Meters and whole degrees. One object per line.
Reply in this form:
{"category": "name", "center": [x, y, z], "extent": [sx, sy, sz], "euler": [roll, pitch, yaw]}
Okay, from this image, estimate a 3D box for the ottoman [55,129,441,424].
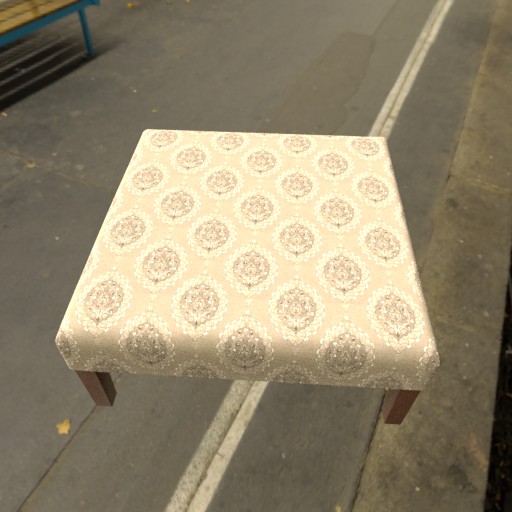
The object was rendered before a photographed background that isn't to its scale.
{"category": "ottoman", "center": [0.000, 0.000, 1.411], "extent": [0.889, 0.411, 0.890], "euler": [3, 47, 2]}
